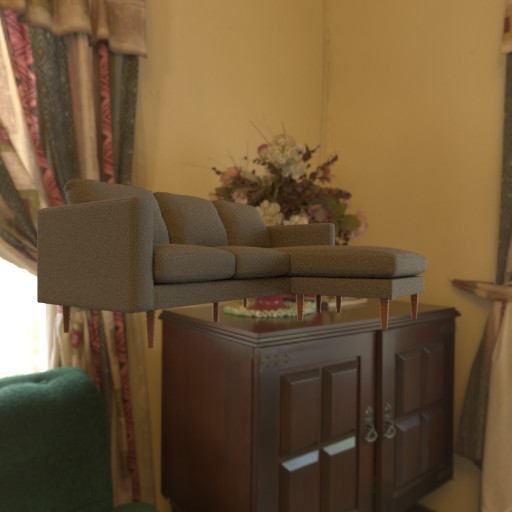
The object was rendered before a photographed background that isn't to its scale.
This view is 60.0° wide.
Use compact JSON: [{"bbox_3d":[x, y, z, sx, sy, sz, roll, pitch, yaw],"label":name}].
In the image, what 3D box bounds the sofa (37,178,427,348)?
[{"bbox_3d":[0.000,0.000,2.836,1.591,0.897,2.031,0,0,36],"label":"sofa"}]
